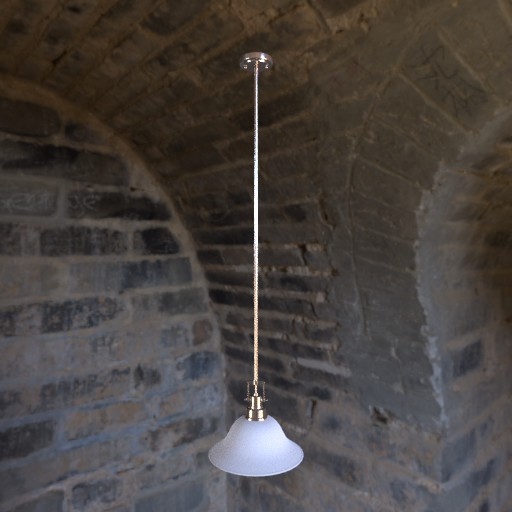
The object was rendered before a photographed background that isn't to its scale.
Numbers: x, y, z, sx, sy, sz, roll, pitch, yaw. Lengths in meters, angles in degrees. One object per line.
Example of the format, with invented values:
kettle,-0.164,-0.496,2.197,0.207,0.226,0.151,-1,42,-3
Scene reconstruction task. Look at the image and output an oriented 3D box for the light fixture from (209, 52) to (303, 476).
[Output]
light fixture,0.000,0.000,1.525,0.324,1.354,0.324,0,0,1
